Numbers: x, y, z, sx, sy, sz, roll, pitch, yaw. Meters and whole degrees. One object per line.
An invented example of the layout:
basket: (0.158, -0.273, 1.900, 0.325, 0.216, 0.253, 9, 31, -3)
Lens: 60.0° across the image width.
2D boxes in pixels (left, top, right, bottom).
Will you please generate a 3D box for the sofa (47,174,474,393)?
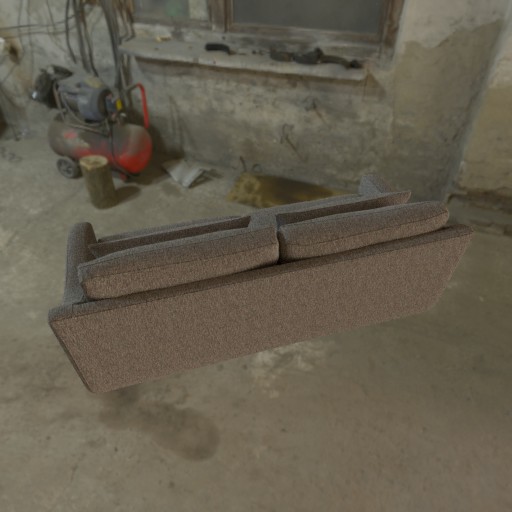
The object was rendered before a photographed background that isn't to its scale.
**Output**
sofa: (0.000, 0.000, 2.970, 2.418, 0.998, 1.103, -11, 42, -13)
